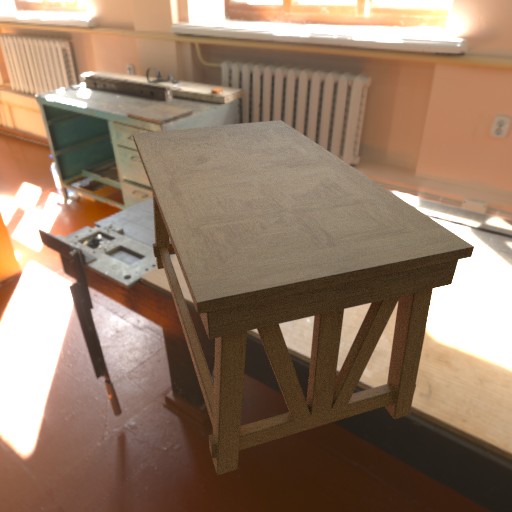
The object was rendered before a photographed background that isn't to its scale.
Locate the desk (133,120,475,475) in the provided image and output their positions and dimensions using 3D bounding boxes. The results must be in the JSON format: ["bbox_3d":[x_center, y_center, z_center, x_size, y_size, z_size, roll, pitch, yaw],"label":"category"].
[{"bbox_3d":[0.000,0.000,1.963,0.813,0.762,1.499,-10,33,-16],"label":"desk"}]
